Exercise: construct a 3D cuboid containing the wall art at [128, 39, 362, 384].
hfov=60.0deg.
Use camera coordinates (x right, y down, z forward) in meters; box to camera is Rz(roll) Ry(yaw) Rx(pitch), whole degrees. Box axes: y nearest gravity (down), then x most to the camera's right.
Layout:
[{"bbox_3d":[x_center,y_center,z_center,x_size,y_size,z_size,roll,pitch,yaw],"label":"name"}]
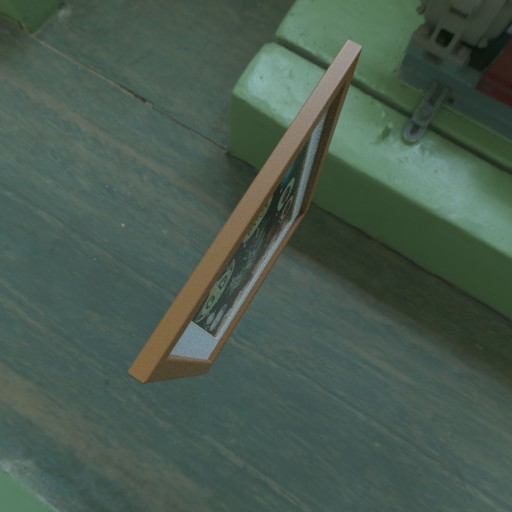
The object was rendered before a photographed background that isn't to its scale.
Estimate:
[{"bbox_3d":[0.000,0.000,0.743,0.021,0.550,0.449,31,78,7],"label":"wall art"}]
